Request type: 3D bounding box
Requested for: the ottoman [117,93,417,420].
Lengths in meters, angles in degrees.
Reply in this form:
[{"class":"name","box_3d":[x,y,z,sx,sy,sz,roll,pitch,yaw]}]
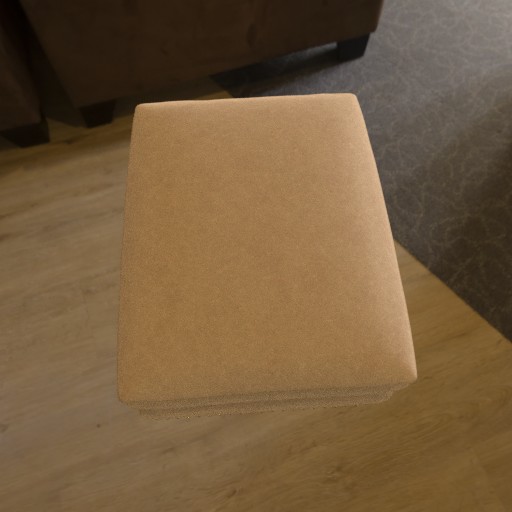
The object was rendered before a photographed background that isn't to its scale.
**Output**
[{"class":"ottoman","box_3d":[0.000,0.000,1.138,0.584,0.513,0.741,-4,65,-2]}]
